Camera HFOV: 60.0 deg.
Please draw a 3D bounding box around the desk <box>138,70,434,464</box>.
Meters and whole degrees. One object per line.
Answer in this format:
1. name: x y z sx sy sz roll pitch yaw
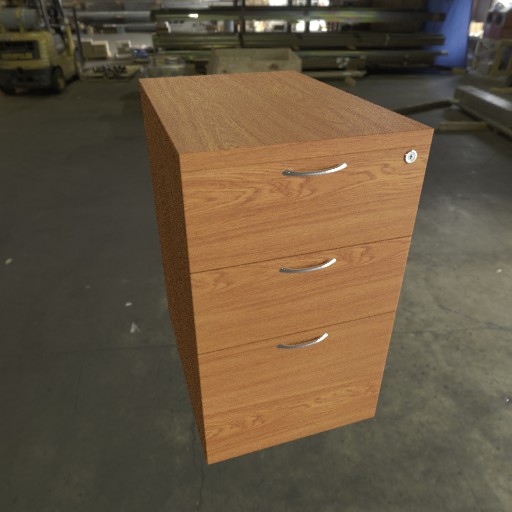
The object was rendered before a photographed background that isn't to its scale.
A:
1. desk: 0.000 0.000 1.070 0.404 0.730 0.600 -10 33 -15
